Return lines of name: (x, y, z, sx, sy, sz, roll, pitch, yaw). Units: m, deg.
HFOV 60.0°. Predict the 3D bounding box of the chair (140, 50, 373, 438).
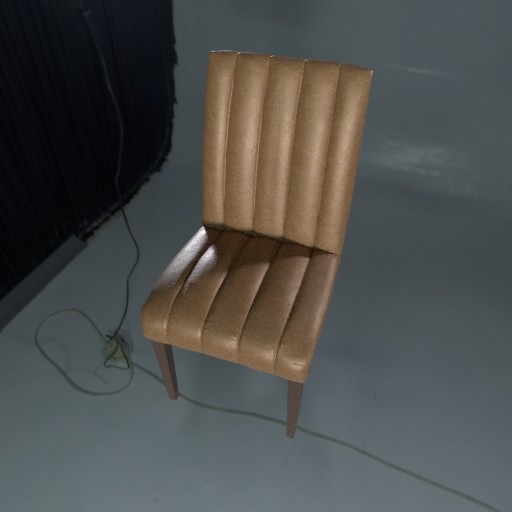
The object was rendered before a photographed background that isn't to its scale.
chair: (0.000, 0.000, 1.384, 0.511, 1.016, 0.647, 13, 43, 14)
